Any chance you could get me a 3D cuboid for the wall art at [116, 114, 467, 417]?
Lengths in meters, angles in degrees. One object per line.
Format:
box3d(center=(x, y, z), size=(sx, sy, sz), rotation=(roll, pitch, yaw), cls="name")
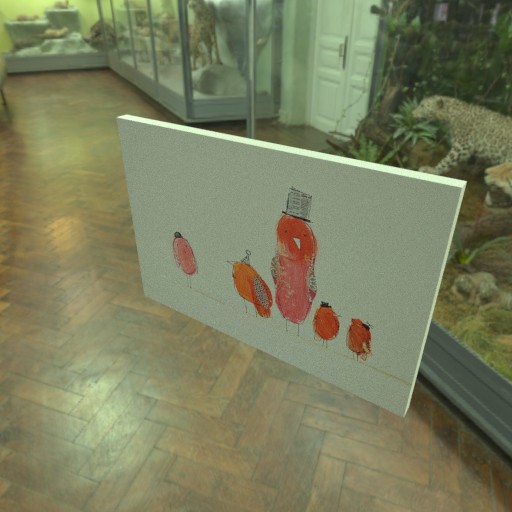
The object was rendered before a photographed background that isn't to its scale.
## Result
box3d(center=(0.000, 0.000, 1.179), size=(0.914, 0.609, 0.038), rotation=(19, 36, 29), cls="wall art")
